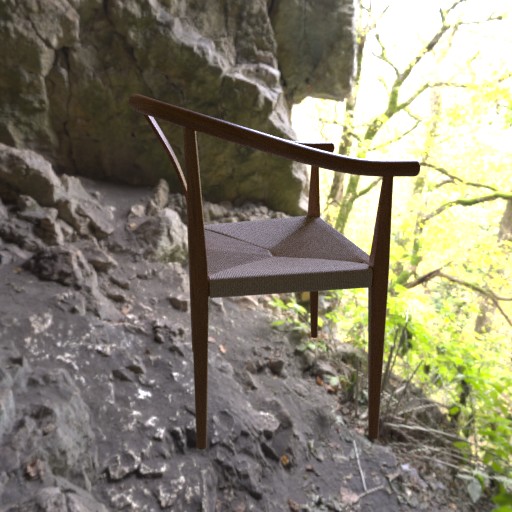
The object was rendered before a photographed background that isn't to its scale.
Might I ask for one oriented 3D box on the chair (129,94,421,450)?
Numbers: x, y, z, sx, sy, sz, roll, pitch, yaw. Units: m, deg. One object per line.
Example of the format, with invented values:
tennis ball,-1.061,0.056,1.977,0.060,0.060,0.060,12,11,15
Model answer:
chair,0.000,0.000,1.172,0.579,0.800,0.556,-3,18,-9
